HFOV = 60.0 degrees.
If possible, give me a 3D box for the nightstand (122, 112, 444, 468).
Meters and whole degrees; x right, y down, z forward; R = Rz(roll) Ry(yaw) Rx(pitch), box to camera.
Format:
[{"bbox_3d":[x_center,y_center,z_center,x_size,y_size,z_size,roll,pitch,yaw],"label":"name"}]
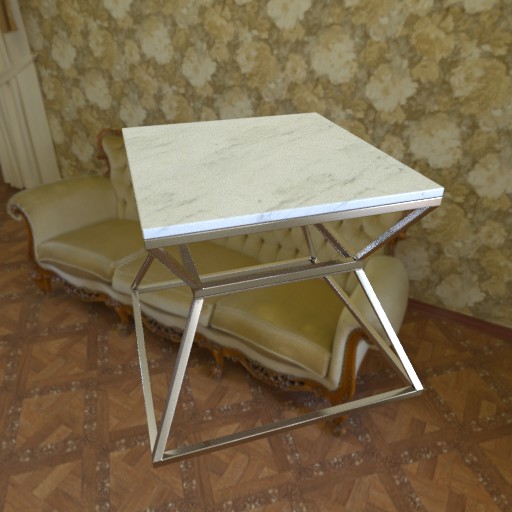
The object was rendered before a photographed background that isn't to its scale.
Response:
[{"bbox_3d":[0.000,0.000,0.891,0.514,0.426,0.513,-9,33,-15],"label":"nightstand"}]
